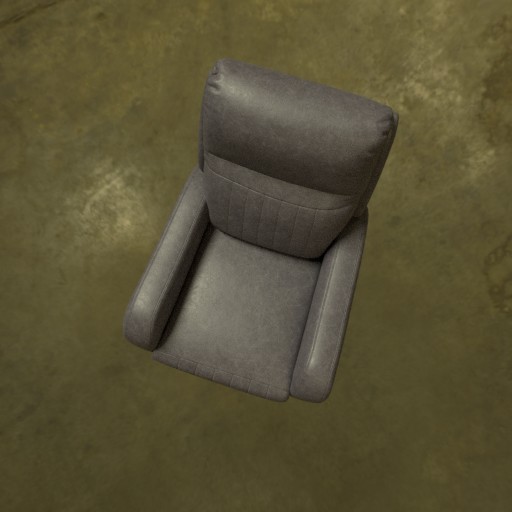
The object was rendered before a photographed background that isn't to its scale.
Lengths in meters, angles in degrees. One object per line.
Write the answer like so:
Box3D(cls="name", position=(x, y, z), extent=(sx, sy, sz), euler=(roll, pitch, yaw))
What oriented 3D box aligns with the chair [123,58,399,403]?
Box3D(cls="chair", position=(0.000, 0.000, 1.813), extent=(0.865, 1.067, 1.067), euler=(17, 78, 4))
